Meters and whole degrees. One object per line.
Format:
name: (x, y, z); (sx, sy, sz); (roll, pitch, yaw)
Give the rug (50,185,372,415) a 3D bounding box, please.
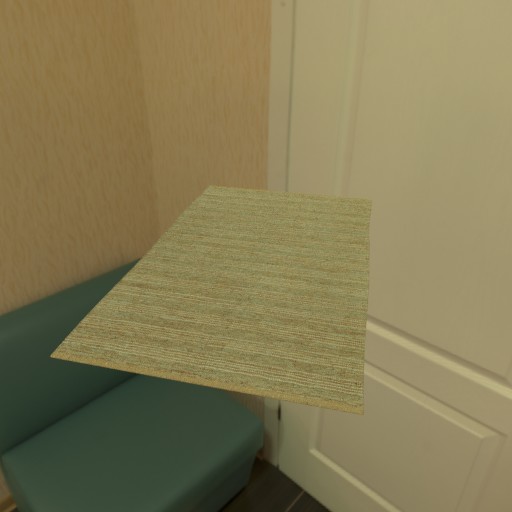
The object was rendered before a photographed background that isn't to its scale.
rug: (0.000, 0.000, 3.079); (1.540, 0.012, 2.448); (7, 30, 12)
